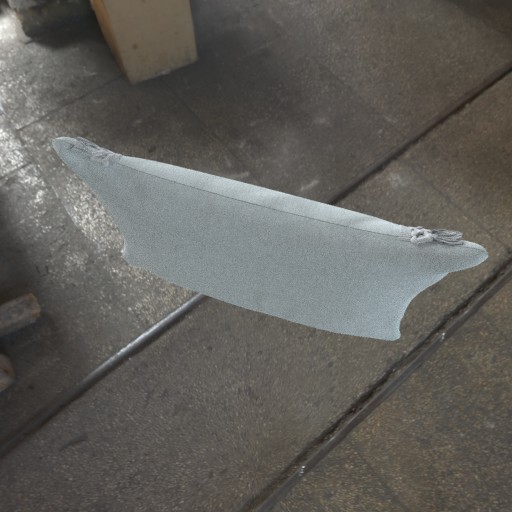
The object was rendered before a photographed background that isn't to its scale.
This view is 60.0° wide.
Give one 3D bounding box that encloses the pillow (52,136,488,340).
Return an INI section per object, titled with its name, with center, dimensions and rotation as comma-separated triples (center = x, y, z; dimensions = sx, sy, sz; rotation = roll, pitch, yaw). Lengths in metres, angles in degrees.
[pillow]
center = 0.000, 0.000, 0.582
dimensions = 0.466, 0.305, 0.084
rotation = 16, 65, 7
